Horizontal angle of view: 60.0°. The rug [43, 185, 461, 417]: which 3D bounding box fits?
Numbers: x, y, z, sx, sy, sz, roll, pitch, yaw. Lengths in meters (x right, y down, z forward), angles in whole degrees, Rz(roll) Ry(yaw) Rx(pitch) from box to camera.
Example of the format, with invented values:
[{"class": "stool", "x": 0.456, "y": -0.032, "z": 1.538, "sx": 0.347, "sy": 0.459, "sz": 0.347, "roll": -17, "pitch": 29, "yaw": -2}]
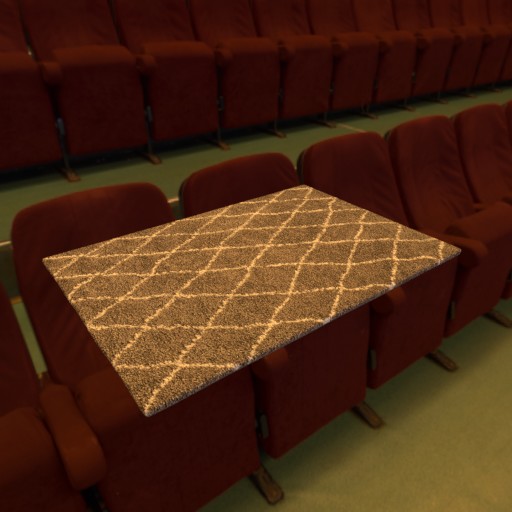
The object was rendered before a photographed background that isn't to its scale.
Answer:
[{"class": "rug", "x": 0.000, "y": 0.000, "z": 2.271, "sx": 1.778, "sy": 0.030, "sz": 1.219, "roll": -20, "pitch": 35, "yaw": -32}]
